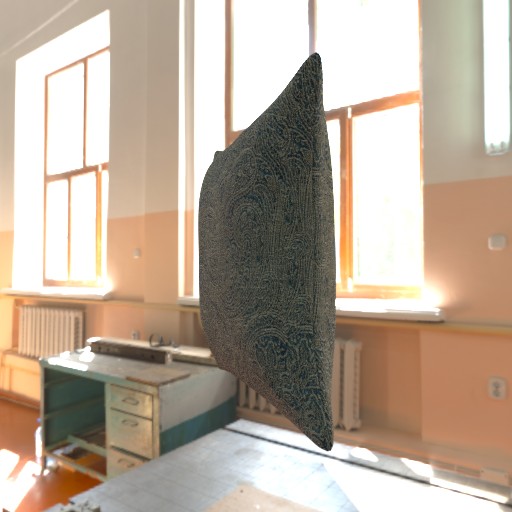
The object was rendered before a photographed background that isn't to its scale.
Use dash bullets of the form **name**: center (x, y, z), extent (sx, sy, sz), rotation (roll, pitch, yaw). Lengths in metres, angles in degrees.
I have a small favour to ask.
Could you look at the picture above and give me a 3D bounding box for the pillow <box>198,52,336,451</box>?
- **pillow**: center (0.000, 0.000, 0.797), extent (0.166, 0.510, 0.523), rotation (1, -2, -19)
